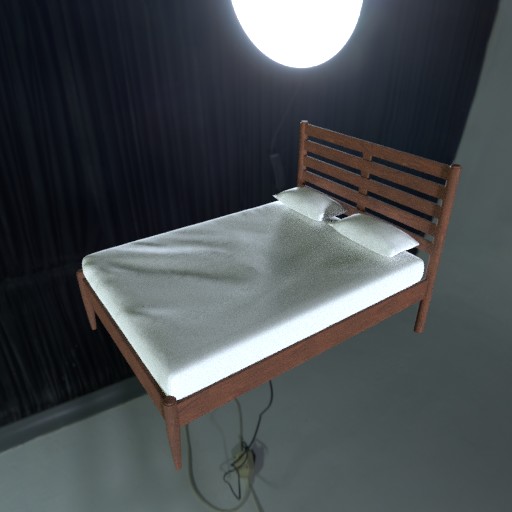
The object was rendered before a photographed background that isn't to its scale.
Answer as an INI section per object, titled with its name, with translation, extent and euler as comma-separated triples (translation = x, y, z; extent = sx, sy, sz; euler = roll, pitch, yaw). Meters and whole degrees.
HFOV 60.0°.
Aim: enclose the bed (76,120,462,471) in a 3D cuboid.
[bed]
translation = 0.000, 0.000, 3.080
extent = 2.093, 1.304, 1.509
euler = -19, 35, -30
